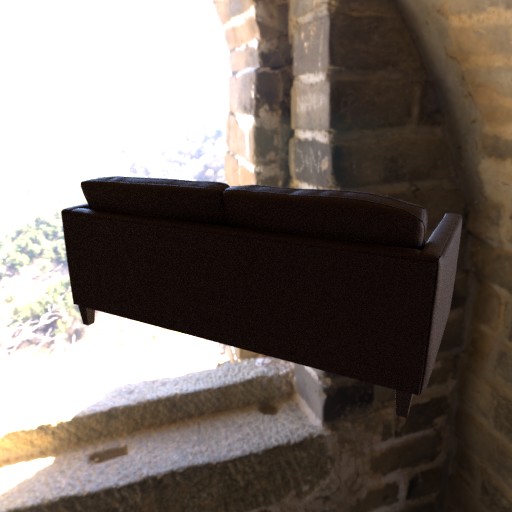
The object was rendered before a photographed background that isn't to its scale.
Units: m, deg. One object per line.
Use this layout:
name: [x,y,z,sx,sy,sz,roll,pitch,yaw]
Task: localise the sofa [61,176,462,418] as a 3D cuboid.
sofa: [0.000,0.000,2.428,1.971,0.863,0.923,9,18,27]
